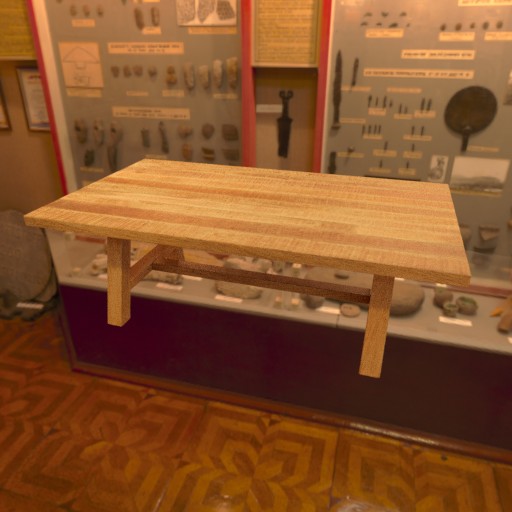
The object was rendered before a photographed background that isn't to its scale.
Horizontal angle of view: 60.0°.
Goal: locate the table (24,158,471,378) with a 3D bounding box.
[{"bbox_3d":[0.000,0.000,1.665,1.320,0.455,0.760,8,28,15],"label":"table"}]
